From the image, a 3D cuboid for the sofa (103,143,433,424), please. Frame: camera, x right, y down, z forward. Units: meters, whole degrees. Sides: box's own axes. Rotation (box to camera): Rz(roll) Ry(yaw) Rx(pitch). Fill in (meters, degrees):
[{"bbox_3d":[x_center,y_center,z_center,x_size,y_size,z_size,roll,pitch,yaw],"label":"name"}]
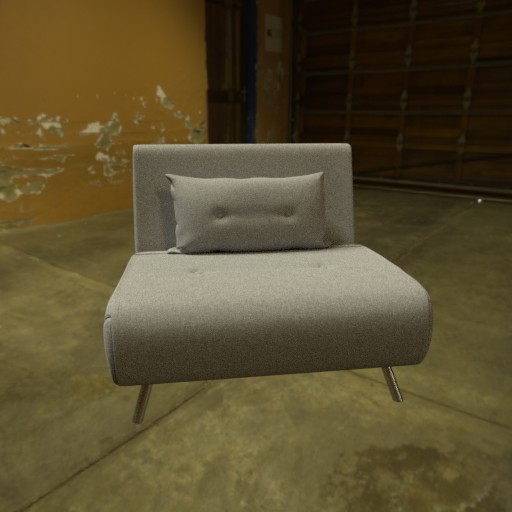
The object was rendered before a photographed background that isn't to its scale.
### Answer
[{"bbox_3d":[0.000,0.000,1.754,1.020,0.825,1.000,-2,17,-7],"label":"sofa"}]
